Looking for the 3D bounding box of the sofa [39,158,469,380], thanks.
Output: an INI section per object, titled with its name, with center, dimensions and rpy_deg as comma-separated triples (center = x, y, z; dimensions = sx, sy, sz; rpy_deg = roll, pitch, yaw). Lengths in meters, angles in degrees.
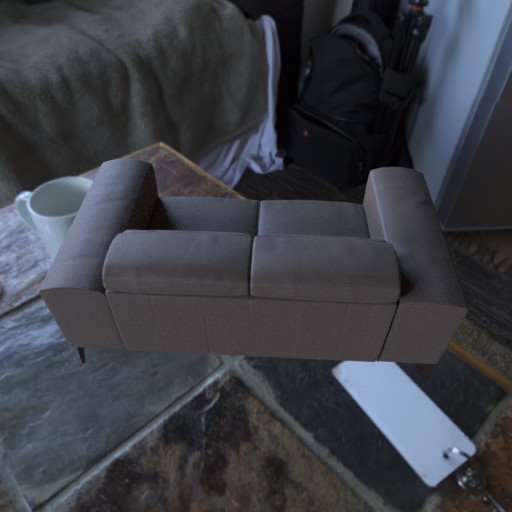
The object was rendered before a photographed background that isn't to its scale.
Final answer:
[sofa]
center = 0.000, 0.000, 2.412
dimensions = 1.895, 0.779, 1.003
rpy_deg = 2, 47, 2
